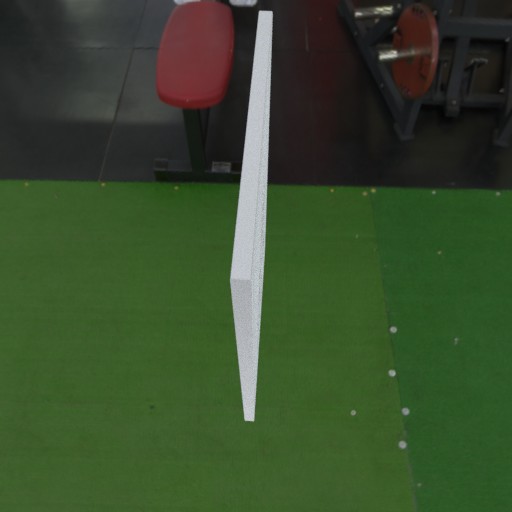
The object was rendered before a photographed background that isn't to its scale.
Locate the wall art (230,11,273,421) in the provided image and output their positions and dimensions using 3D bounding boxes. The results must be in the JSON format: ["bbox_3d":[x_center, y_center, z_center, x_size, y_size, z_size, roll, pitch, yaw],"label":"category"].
[{"bbox_3d":[0.000,0.000,0.598,0.015,0.477,0.332,3,58,2],"label":"wall art"}]
